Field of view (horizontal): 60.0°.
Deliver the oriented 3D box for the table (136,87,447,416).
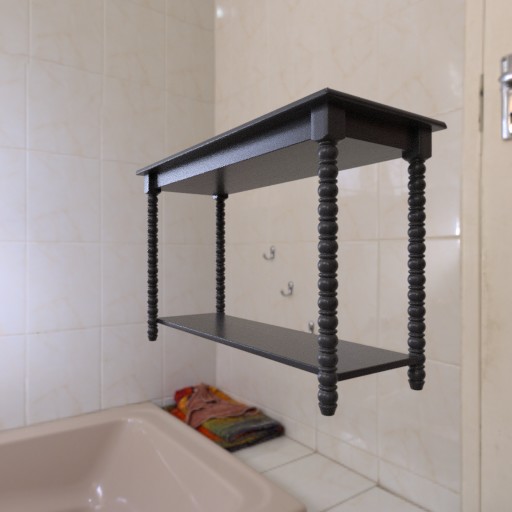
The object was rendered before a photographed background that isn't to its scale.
[{"bbox_3d":[0.000,0.000,1.565,0.459,0.735,1.184,0,0,-35],"label":"table"}]
